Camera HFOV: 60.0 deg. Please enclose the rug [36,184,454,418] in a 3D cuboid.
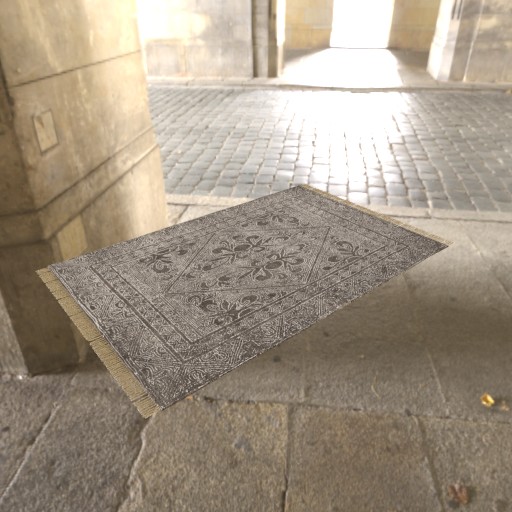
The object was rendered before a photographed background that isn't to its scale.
[{"bbox_3d":[0.000,0.000,3.021,2.440,0.010,1.529,-22,37,-33],"label":"rug"}]
